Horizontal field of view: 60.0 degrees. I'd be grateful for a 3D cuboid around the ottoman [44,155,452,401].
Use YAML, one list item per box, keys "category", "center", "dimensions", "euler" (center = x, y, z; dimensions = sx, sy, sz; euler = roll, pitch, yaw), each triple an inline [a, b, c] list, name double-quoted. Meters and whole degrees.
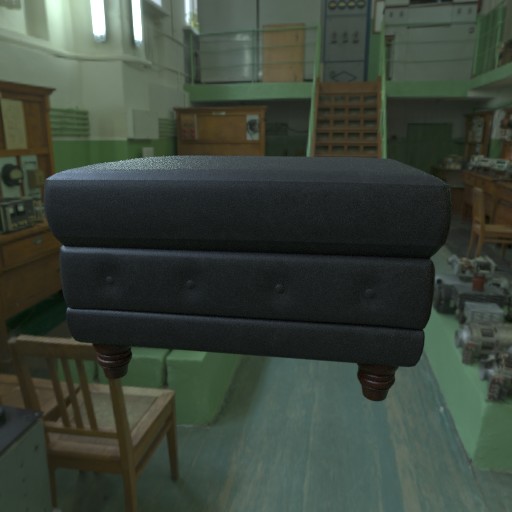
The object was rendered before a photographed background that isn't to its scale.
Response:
- category: "ottoman"
  center: [0.000, 0.000, 1.156]
  dimensions: [0.795, 0.498, 0.590]
  euler: [2, 16, 8]
